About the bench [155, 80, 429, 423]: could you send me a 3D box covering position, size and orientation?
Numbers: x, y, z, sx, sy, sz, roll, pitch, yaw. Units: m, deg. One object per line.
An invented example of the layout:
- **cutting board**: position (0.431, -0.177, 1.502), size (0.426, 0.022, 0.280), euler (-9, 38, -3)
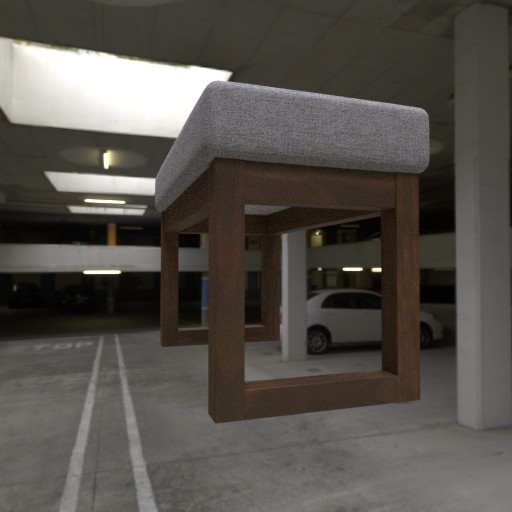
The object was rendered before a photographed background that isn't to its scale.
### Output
- **bench**: position (0.000, 0.000, 0.956), size (0.366, 0.467, 0.681), euler (0, -2, -19)
